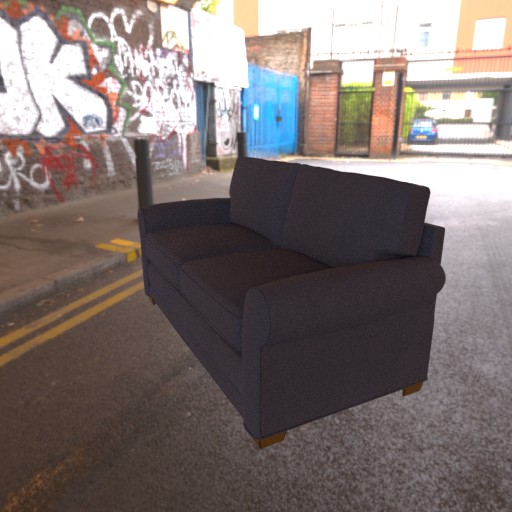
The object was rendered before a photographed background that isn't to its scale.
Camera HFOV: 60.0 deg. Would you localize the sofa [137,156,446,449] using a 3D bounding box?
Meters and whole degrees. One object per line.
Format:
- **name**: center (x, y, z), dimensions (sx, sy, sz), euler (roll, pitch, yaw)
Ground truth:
- **sofa**: center (0.000, 0.000, 2.568), dimensions (0.951, 1.031, 2.009), euler (-8, 19, -26)
